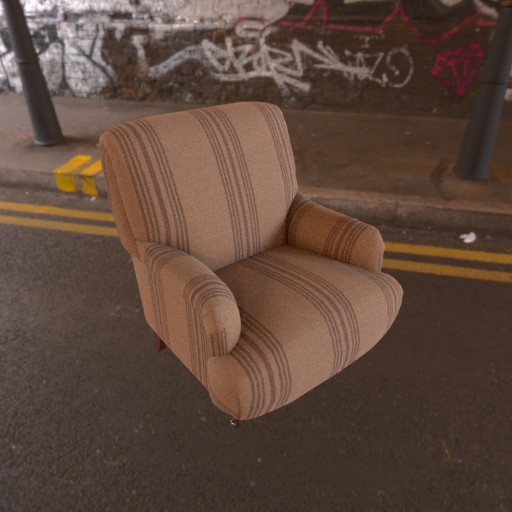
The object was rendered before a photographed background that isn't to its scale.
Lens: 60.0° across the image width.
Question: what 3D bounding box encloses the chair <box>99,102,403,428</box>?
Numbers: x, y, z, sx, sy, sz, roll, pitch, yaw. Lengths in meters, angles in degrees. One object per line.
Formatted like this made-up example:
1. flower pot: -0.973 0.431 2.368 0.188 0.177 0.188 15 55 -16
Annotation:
1. chair: 0.000 0.000 1.632 0.813 0.940 0.914 -22 37 -32
